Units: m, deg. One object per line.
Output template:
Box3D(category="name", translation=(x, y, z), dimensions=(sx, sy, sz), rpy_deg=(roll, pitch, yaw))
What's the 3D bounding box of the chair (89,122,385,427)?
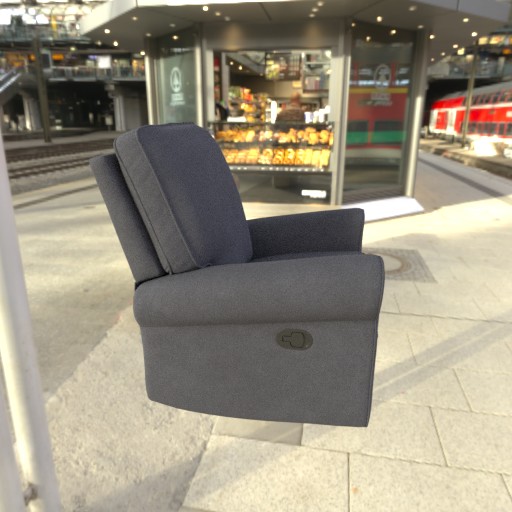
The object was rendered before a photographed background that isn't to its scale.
Box3D(category="chair", translation=(0.000, 0.000, 1.666), dimensions=(0.878, 0.961, 0.890), rpy_deg=(3, 17, 8))
